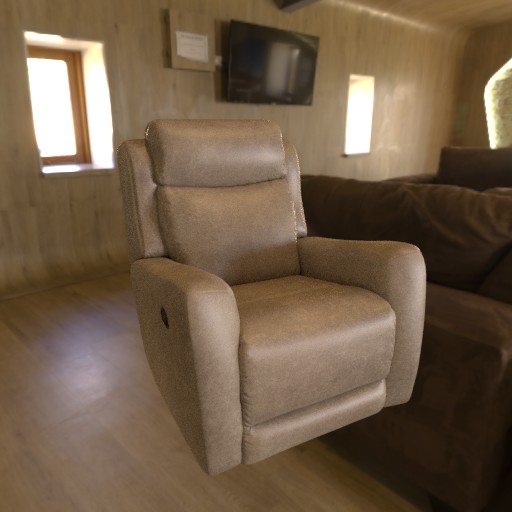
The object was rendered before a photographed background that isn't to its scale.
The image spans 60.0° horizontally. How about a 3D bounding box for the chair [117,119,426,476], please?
[{"bbox_3d":[0.000,0.000,1.870,0.965,1.116,1.068,-8,18,-26],"label":"chair"}]
